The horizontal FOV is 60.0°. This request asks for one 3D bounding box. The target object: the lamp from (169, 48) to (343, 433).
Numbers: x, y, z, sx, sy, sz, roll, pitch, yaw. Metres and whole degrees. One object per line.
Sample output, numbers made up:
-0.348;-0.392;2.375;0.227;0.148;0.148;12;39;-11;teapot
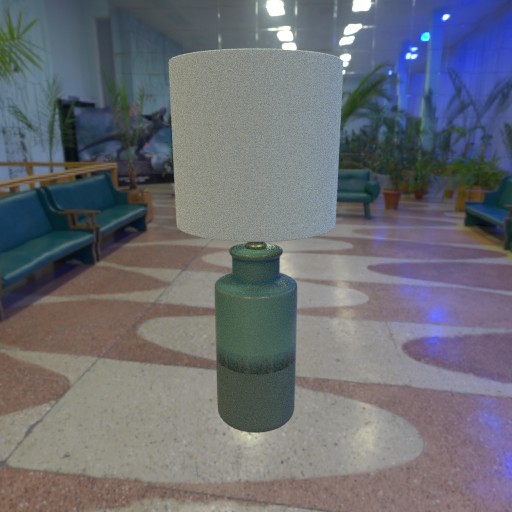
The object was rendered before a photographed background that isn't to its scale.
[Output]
0.000;0.000;0.614;0.212;0.493;0.212;3;16;10;lamp
